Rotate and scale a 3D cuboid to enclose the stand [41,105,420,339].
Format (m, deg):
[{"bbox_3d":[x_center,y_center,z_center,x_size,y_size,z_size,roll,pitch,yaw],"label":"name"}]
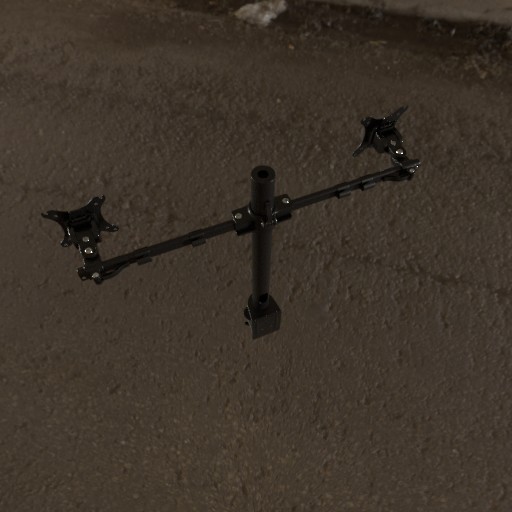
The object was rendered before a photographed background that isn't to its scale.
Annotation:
[{"bbox_3d":[0.000,0.000,1.014,0.743,0.603,0.150,-19,60,-12],"label":"stand"}]
